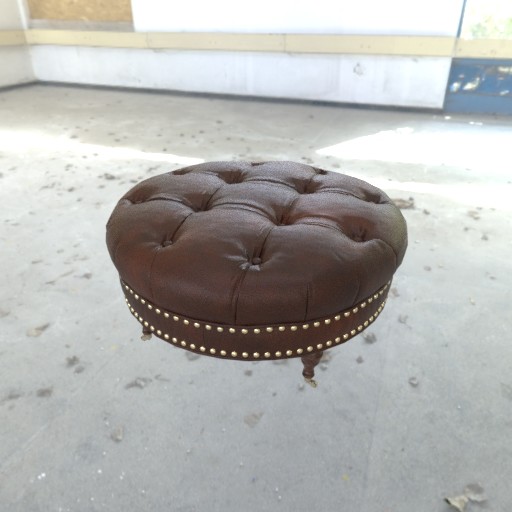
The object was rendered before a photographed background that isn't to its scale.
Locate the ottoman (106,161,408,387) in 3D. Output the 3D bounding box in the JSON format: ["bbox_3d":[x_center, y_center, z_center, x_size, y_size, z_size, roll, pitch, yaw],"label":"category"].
[{"bbox_3d":[0.000,0.000,1.432,0.901,0.455,0.901,0,30,0],"label":"ottoman"}]
